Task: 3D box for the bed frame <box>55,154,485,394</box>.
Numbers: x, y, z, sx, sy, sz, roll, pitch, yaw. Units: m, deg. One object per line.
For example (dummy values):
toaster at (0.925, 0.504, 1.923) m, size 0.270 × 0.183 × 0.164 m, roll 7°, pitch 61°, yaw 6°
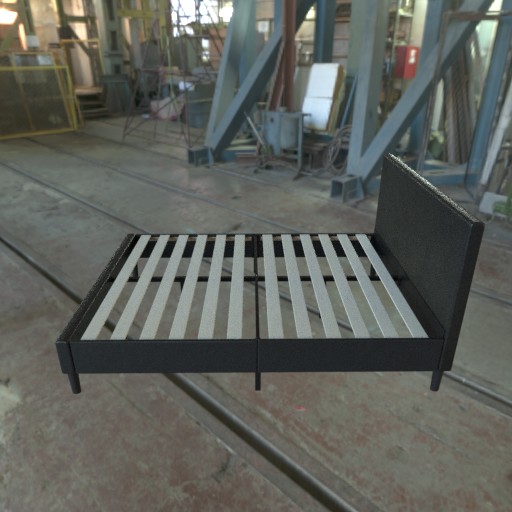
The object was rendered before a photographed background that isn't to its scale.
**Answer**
bed frame at (0.000, 0.000, 3.212) m, size 2.318 × 1.127 × 1.634 m, roll 0°, pitch 25°, yaw -1°
